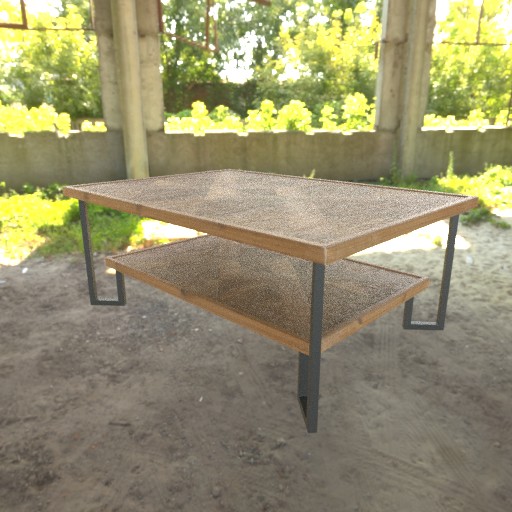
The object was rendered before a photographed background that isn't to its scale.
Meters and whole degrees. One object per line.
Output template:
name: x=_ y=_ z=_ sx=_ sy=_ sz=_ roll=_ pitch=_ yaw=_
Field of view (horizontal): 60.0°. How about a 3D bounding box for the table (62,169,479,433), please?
table: x=0.000 y=0.000 z=1.671 sx=1.238 sy=0.492 sz=0.877 roll=16 pitch=23 yaw=42
